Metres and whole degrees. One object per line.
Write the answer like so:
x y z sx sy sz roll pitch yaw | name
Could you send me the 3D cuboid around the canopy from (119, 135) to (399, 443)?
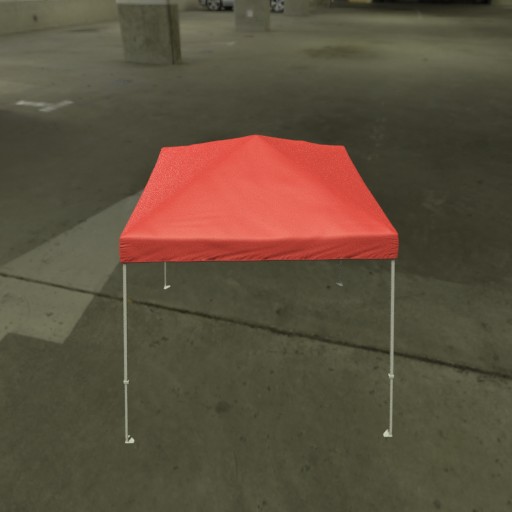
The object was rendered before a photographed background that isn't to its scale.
0.000 0.000 5.182 2.848 2.849 2.849 -1 32 -1 | canopy
